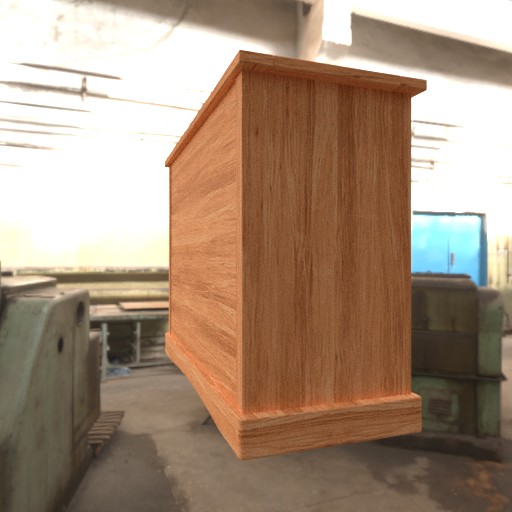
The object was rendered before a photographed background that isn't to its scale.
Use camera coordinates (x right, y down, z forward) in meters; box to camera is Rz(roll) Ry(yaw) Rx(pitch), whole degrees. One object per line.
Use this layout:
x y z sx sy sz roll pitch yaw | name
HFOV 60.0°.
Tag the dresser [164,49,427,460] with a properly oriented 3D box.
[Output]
0.000 0.000 1.322 0.410 0.740 0.990 0 0 -19 | dresser
